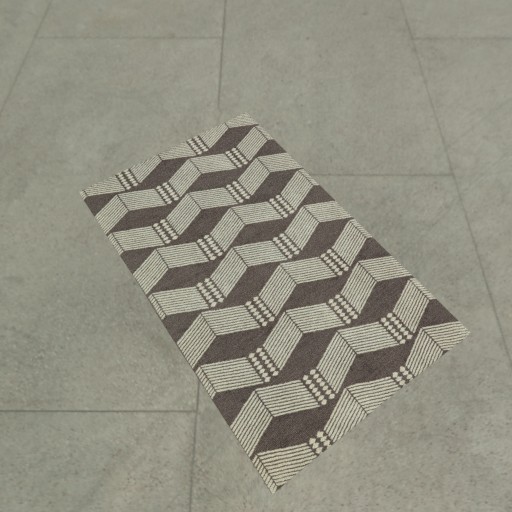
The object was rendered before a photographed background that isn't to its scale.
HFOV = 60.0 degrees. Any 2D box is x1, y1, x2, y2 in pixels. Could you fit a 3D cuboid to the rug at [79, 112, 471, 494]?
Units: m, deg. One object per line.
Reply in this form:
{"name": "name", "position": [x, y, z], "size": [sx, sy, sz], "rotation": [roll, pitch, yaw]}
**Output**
{"name": "rug", "position": [0.000, 0.000, 3.014], "size": [1.517, 0.011, 2.435], "rotation": [-31, 63, -18]}
